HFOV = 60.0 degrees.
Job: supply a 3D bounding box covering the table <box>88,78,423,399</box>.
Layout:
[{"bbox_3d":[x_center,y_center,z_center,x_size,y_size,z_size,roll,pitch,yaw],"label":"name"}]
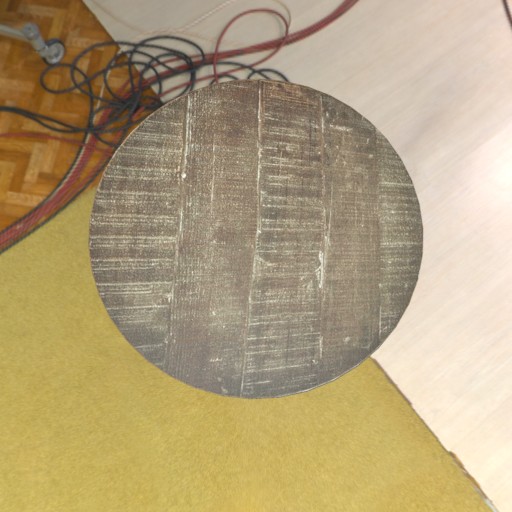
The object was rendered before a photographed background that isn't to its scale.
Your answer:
[{"bbox_3d":[0.000,0.000,0.951,0.557,0.437,0.557,0,76,0],"label":"table"}]
